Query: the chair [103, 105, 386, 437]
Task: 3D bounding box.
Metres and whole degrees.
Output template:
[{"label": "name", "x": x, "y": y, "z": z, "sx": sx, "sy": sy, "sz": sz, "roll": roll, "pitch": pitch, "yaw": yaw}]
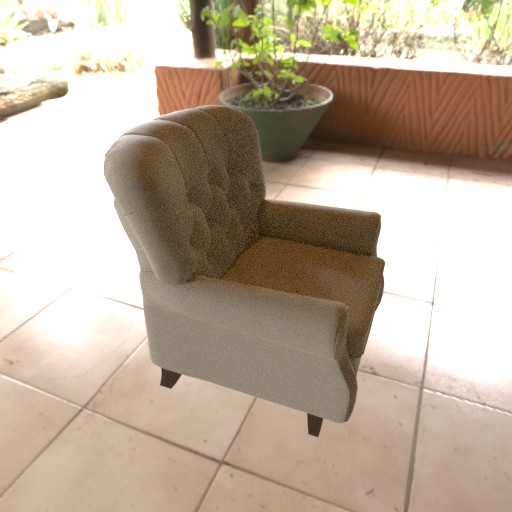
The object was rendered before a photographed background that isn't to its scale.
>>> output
[{"label": "chair", "x": 0.000, "y": 0.000, "z": 2.035, "sx": 1.132, "sy": 1.169, "sz": 1.035, "roll": 12, "pitch": 33, "yaw": 18}]
